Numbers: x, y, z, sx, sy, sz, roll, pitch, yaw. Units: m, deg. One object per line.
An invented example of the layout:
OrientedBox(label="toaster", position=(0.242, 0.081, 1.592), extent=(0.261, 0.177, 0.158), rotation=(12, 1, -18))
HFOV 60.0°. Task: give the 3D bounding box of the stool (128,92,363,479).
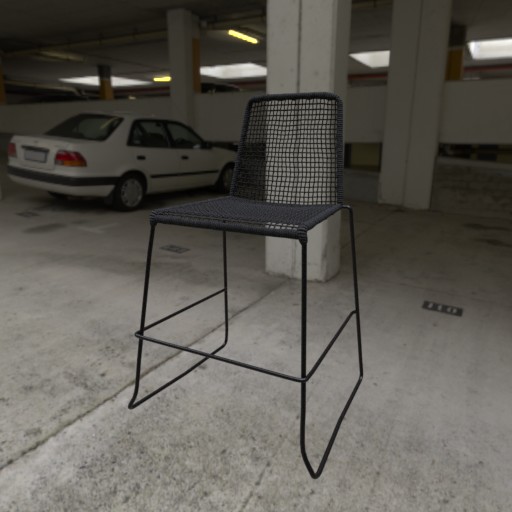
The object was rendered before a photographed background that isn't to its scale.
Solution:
OrientedBox(label="stool", position=(0.000, 0.000, 1.258), extent=(0.590, 0.905, 0.509), rotation=(8, 17, 27))
